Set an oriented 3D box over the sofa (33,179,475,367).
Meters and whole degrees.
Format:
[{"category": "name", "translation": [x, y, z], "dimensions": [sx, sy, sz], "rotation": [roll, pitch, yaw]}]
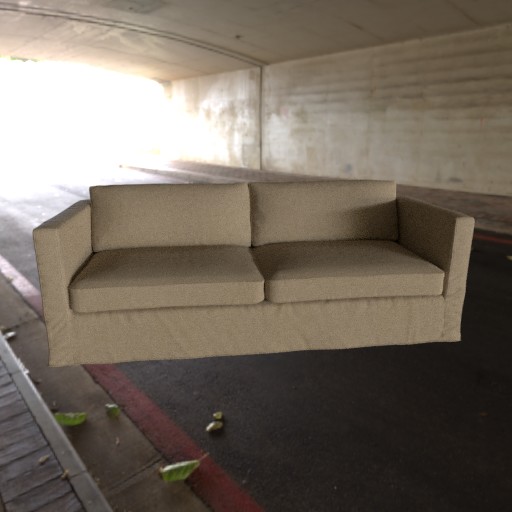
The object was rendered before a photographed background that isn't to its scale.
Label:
[{"category": "sofa", "translation": [0.000, 0.000, 2.725], "dimensions": [2.296, 0.847, 0.956], "rotation": [-2, 16, -7]}]
